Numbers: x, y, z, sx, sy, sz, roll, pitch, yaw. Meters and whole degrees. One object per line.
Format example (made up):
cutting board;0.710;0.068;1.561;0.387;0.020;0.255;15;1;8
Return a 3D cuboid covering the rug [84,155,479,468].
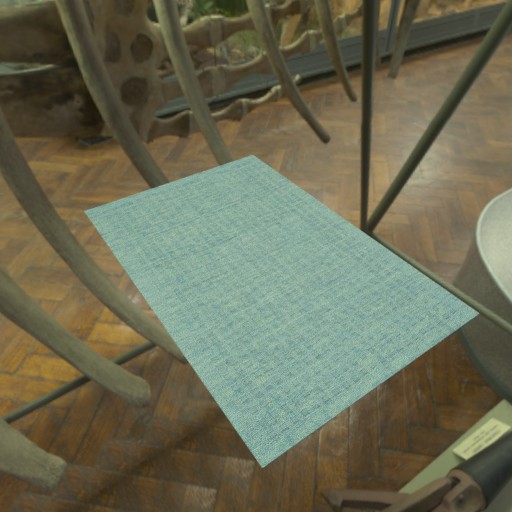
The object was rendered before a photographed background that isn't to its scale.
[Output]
rug;0.000;0.000;2.914;1.522;0.006;2.286;-24;47;-26
